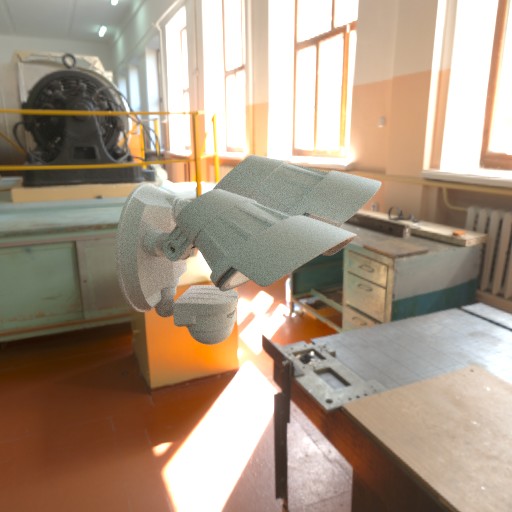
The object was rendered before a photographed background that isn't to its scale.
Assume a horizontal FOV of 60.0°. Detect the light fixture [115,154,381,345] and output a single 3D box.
[{"bbox_3d":[0.000,0.000,0.532,0.278,0.237,0.369,3,15,10],"label":"light fixture"}]
